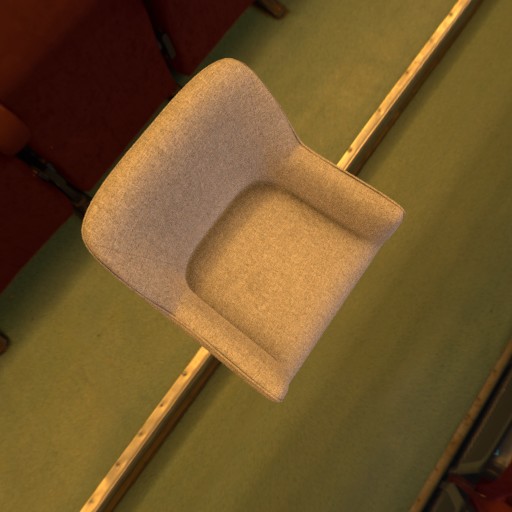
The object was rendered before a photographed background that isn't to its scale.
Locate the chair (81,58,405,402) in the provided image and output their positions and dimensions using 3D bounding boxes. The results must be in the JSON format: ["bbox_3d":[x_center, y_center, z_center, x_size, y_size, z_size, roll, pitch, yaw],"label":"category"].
[{"bbox_3d":[0.000,0.000,1.176,0.519,0.803,0.543,35,79,8],"label":"chair"}]
